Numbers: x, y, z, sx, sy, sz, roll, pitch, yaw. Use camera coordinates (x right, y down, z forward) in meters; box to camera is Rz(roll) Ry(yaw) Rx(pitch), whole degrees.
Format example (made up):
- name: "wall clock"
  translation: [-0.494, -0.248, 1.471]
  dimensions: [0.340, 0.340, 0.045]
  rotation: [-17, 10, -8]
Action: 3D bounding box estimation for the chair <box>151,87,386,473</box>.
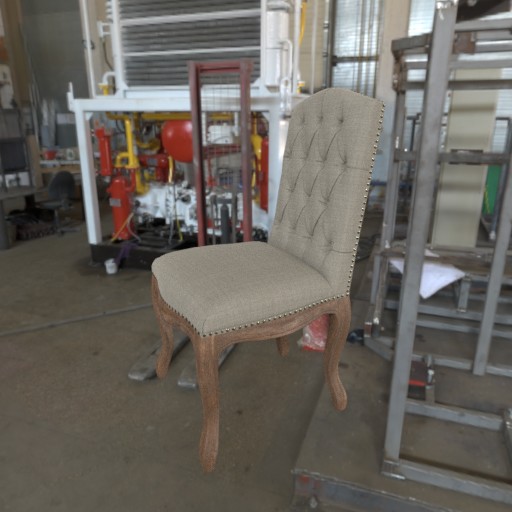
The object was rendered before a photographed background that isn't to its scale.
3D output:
- name: "chair"
  translation: [0.000, 0.000, 1.647]
  dimensions: [0.731, 1.191, 0.637]
  rotation: [-8, 19, -25]
